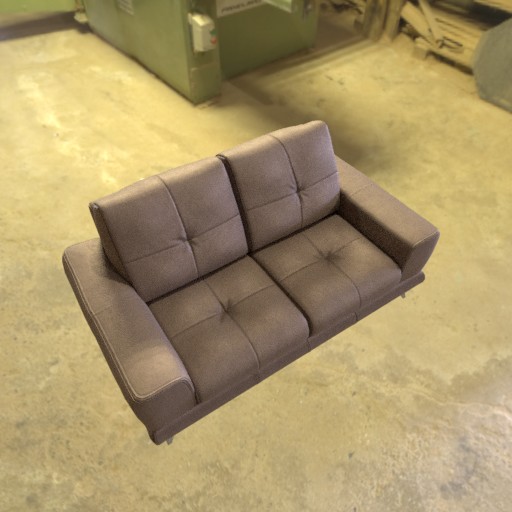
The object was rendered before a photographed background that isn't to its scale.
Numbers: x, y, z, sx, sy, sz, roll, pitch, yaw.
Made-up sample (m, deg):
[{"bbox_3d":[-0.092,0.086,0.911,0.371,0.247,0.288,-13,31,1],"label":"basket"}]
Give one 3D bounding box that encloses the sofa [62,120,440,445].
[{"bbox_3d":[0.000,0.000,2.389,1.806,0.907,1.018,-26,52,-22],"label":"sofa"}]
